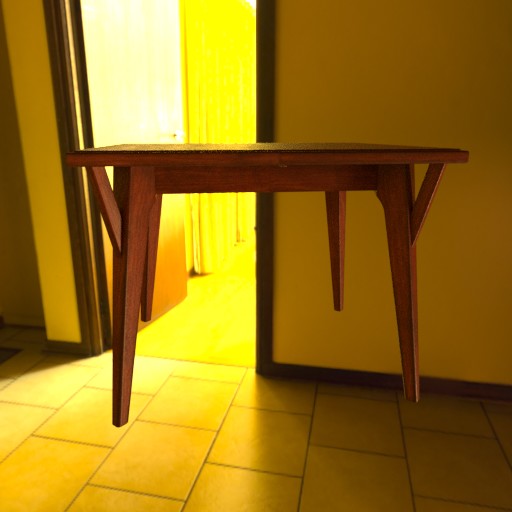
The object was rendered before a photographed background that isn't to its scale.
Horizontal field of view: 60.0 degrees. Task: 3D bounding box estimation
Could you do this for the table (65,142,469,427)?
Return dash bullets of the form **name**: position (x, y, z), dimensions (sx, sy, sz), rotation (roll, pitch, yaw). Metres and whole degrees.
- **table**: position (0.000, 0.000, 1.572), dimensions (0.991, 0.761, 0.838), rotation (-2, 16, -8)
